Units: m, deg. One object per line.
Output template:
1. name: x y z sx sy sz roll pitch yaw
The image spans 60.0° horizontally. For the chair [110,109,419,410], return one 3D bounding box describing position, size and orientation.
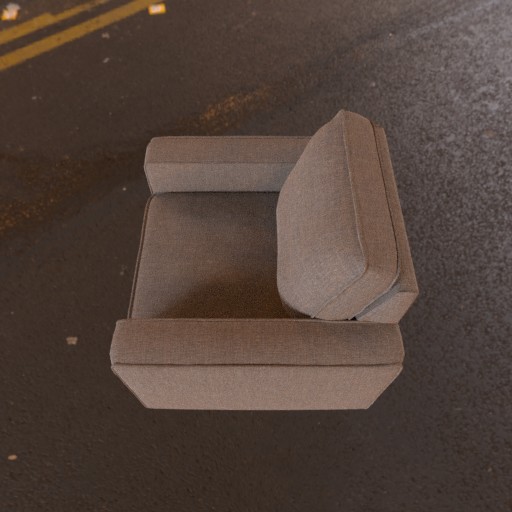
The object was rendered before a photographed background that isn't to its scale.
1. chair: 0.000 0.000 1.735 0.940 0.914 1.016 0 58 0
